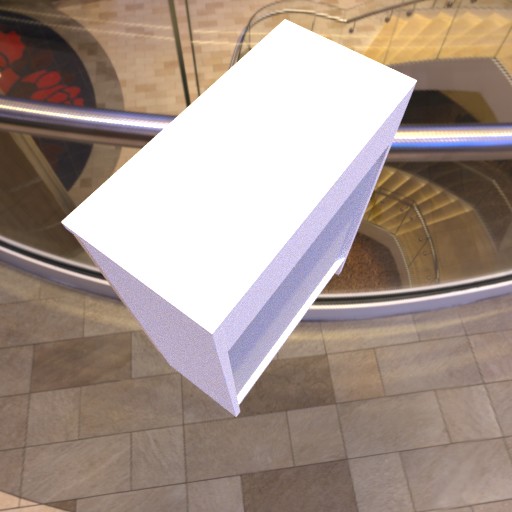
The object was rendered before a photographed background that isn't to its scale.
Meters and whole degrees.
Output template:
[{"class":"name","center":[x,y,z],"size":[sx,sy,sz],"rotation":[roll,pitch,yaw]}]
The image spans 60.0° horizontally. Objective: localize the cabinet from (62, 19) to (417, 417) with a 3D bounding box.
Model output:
[{"class":"cabinet","center":[0.000,0.000,1.106],"size":[0.296,0.815,0.600],"rotation":[33,67,16]}]
